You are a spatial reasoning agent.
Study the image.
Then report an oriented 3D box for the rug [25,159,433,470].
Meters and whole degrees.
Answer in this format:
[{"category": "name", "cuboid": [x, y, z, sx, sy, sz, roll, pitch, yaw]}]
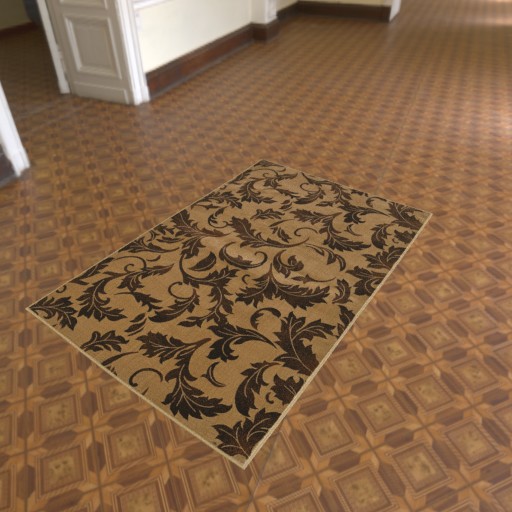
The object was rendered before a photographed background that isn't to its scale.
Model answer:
[{"category": "rug", "cuboid": [0.000, 0.000, 2.815, 1.522, 0.008, 2.284, 24, 44, 27]}]
